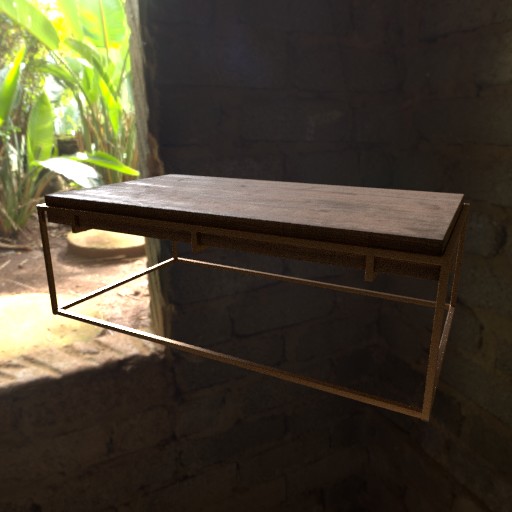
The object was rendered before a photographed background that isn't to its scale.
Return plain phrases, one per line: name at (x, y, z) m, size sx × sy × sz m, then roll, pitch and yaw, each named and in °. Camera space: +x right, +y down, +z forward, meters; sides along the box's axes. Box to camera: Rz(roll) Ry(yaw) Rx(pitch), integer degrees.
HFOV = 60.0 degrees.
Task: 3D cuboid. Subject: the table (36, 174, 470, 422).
table at (0.000, 0.000, 1.680) m, size 1.387 × 0.468 × 0.775 m, roll 9°, pitch 19°, yaw 26°
